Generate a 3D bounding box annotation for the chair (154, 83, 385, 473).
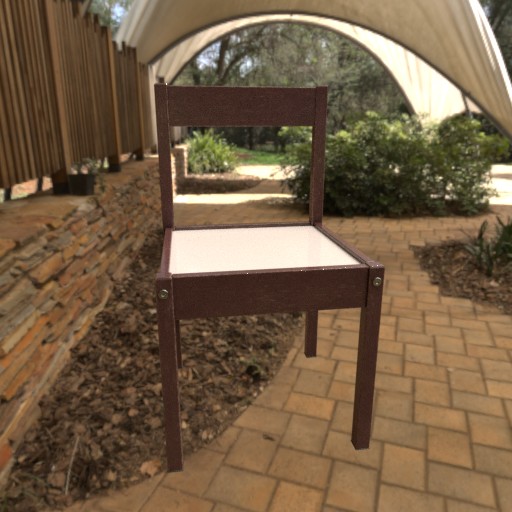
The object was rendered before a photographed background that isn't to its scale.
[{"bbox_3d":[0.000,0.000,0.671,0.285,0.505,0.285,-3,17,-9],"label":"chair"}]
